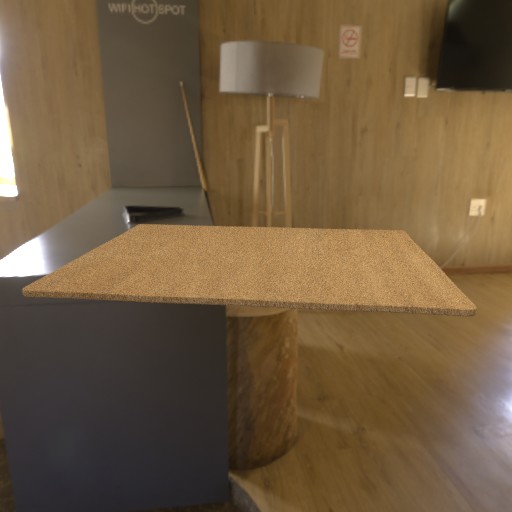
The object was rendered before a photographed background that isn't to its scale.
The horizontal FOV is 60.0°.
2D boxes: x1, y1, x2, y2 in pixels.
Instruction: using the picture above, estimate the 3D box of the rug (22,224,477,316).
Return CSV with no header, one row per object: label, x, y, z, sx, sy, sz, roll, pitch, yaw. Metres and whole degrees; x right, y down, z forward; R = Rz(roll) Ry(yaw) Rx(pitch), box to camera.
rug,0.000,0.000,2.095,1.600,0.025,1.199,2,16,6
